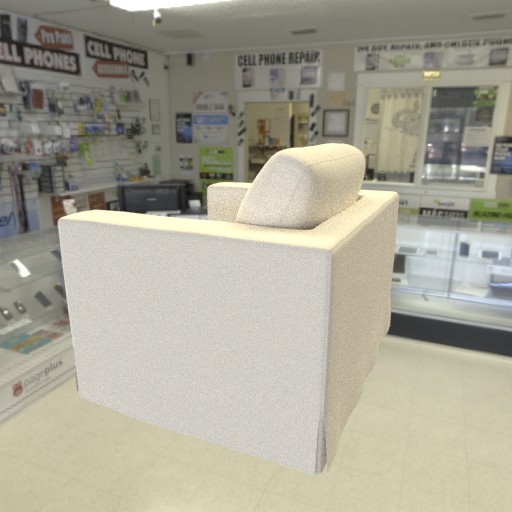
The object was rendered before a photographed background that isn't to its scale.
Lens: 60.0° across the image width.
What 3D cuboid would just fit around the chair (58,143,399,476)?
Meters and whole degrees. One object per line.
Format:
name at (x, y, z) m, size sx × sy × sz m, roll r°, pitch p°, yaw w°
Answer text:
chair at (0.000, 0.000, 1.790) m, size 0.957 × 0.878 × 1.150 m, roll 7°, pitch 18°, yaw 24°
